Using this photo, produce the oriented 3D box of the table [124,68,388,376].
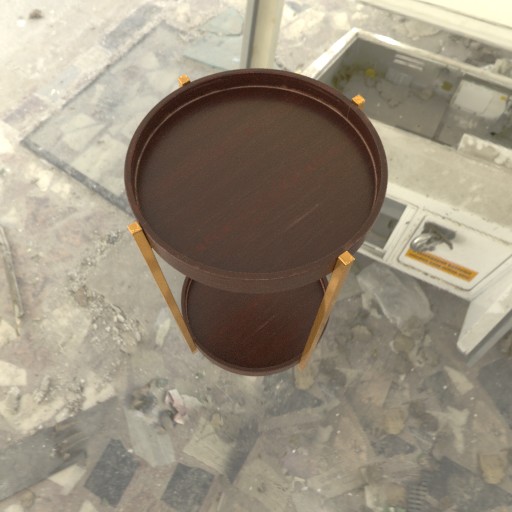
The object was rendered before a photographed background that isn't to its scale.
[{"bbox_3d":[0.000,0.000,0.893,0.400,0.610,0.400,-33,68,-15],"label":"table"}]
